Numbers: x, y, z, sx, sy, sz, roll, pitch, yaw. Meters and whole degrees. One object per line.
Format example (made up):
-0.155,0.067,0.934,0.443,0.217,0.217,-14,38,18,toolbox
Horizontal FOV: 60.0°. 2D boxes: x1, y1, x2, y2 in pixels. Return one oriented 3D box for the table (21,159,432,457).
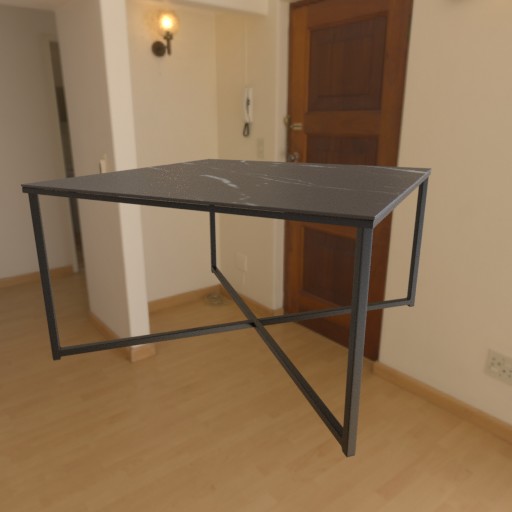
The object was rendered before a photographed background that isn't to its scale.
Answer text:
0.000,0.000,1.246,0.800,0.450,0.800,8,19,25,table
